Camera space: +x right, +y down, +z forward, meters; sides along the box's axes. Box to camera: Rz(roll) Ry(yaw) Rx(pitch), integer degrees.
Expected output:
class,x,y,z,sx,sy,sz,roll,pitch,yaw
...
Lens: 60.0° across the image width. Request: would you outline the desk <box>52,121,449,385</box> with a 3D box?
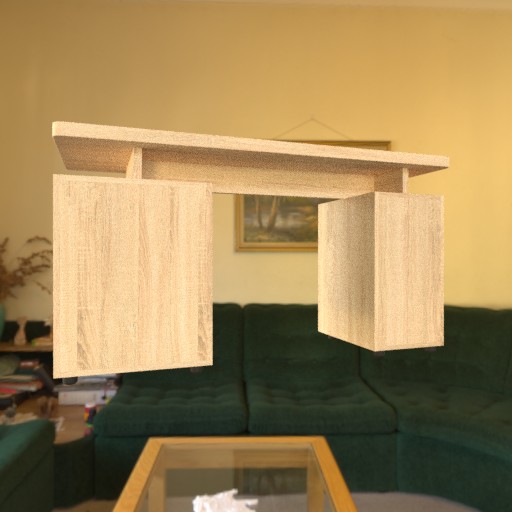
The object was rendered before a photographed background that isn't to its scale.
class,x,y,z,sx,sy,sz,roll,pitch,yaw
desk,0.000,0.000,1.726,1.400,0.760,0.550,0,0,-19
